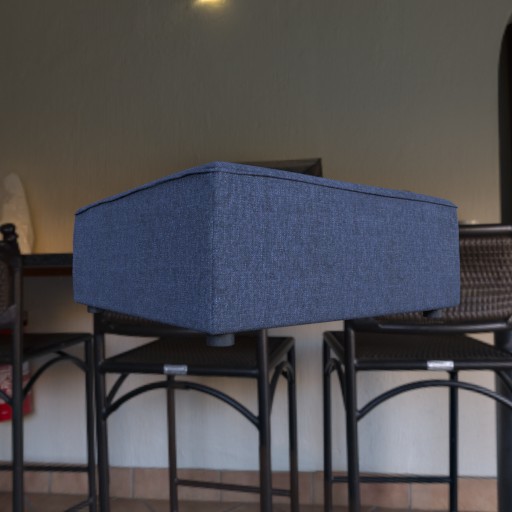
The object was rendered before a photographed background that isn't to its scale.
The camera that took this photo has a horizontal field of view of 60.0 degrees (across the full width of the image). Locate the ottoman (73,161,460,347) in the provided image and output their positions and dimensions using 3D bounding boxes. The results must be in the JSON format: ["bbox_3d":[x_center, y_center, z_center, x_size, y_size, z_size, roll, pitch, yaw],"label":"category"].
[{"bbox_3d":[0.000,0.000,1.605,1.023,0.423,1.017,1,-1,-37],"label":"ottoman"}]
